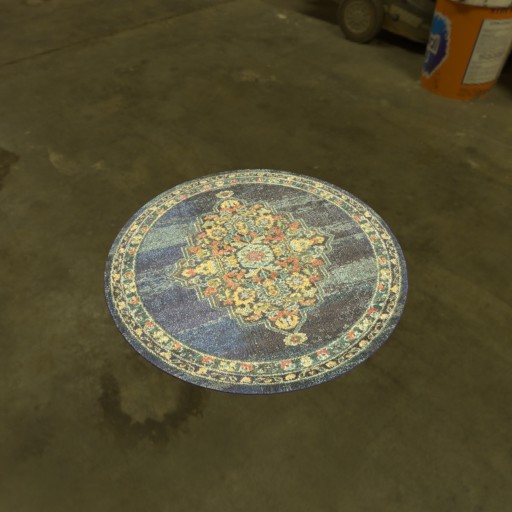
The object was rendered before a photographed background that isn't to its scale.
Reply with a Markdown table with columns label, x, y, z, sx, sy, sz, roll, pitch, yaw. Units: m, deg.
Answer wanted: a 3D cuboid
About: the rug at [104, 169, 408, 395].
| label | x | y | z | sx | sy | sz | roll | pitch | yaw |
| --- | --- | --- | --- | --- | --- | --- | --- | --- | --- |
| rug | 0.000 | 0.000 | 2.381 | 1.591 | 0.010 | 1.591 | 0 | 46 | 0 |
